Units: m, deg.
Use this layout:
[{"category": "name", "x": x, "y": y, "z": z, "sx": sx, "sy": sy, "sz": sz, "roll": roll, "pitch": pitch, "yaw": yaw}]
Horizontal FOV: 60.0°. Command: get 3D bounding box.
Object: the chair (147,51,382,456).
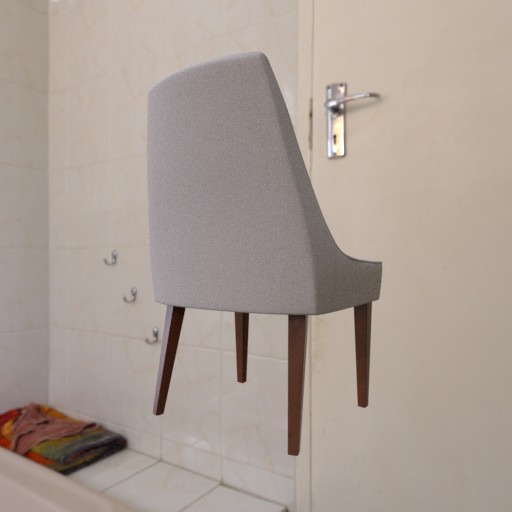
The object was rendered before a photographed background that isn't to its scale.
[{"category": "chair", "x": 0.000, "y": 0.000, "z": 1.206, "sx": 0.529, "sy": 0.861, "sz": 0.544, "roll": 0, "pitch": -1, "yaw": 35}]
